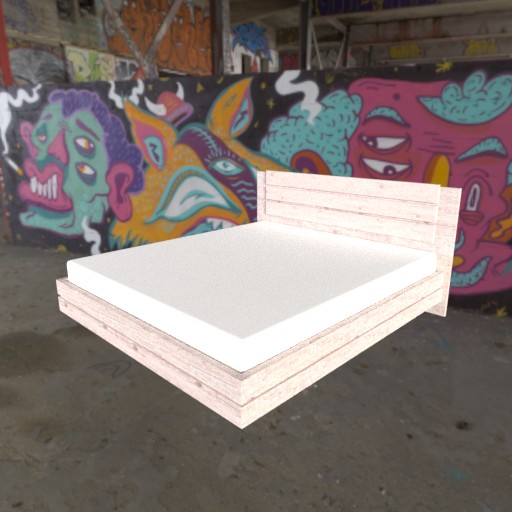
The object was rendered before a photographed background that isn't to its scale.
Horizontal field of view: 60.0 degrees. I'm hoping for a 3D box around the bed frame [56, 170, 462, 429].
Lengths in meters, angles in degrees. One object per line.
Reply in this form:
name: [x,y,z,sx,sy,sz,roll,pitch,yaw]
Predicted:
bed frame: [0.000,0.000,3.135,1.950,0.970,2.080,15,22,42]
